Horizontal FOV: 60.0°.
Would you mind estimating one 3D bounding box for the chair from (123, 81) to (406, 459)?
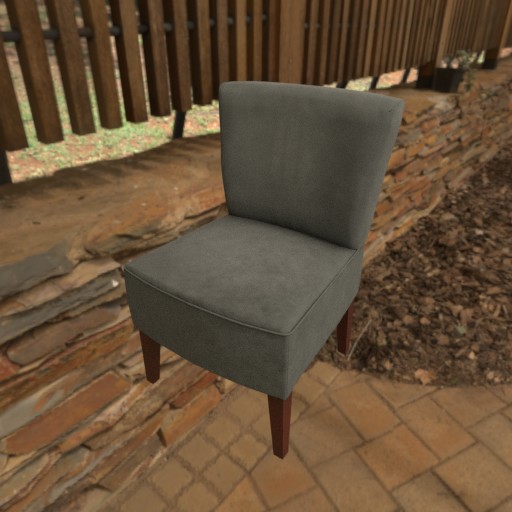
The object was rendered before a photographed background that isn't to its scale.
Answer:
[{"bbox_3d":[0.000,0.000,1.187,0.521,0.806,0.554,18,34,29],"label":"chair"}]
